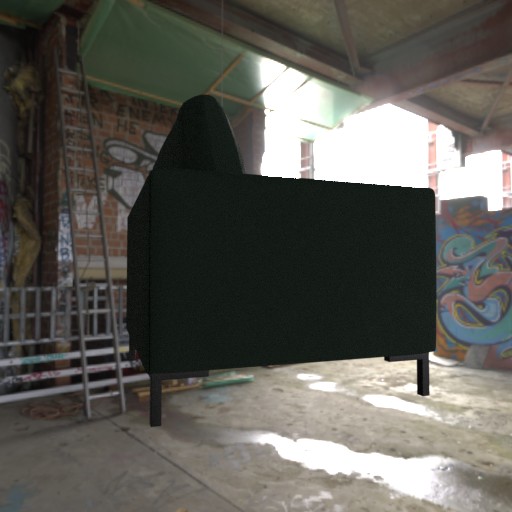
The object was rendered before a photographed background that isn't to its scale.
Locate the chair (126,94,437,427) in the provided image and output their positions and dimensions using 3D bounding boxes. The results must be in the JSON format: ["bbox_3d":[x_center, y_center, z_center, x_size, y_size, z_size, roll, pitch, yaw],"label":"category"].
[{"bbox_3d":[0.000,0.000,1.629,0.866,0.861,0.963,1,-2,-19],"label":"chair"}]
